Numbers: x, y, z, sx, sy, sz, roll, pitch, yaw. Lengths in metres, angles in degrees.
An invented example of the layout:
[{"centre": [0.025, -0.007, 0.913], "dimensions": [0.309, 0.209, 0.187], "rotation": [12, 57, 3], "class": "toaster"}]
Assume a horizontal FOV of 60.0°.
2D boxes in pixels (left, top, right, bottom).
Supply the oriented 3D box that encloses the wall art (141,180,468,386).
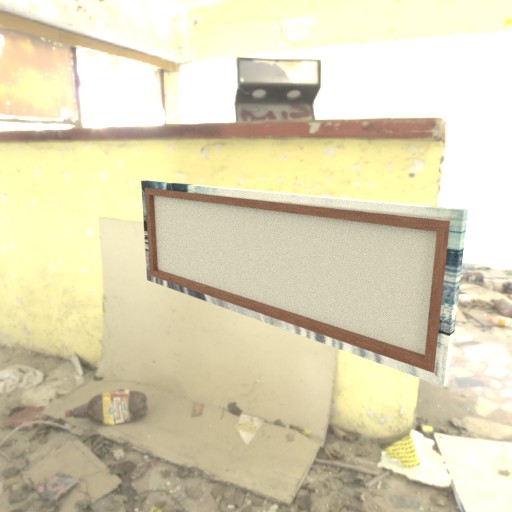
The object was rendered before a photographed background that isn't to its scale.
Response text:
[{"centre": [0.000, 0.000, 1.734], "dimensions": [1.524, 0.509, 0.037], "rotation": [13, 19, 42], "class": "wall art"}]
